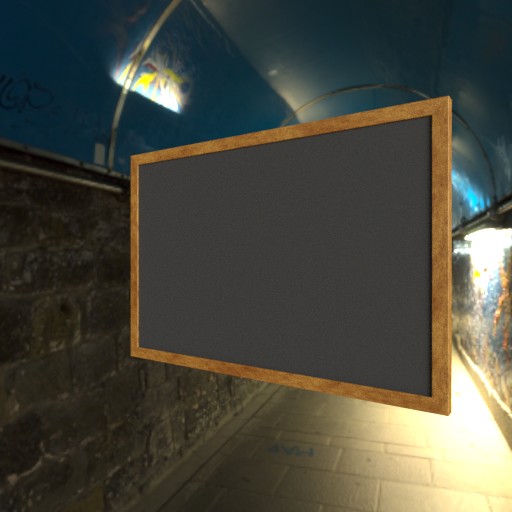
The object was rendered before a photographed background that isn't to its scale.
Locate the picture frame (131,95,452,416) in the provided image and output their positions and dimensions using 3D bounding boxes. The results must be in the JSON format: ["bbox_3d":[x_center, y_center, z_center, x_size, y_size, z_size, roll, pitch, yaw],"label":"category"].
[{"bbox_3d":[0.000,0.000,1.129,0.922,0.621,0.029,0,0,34],"label":"picture frame"}]
